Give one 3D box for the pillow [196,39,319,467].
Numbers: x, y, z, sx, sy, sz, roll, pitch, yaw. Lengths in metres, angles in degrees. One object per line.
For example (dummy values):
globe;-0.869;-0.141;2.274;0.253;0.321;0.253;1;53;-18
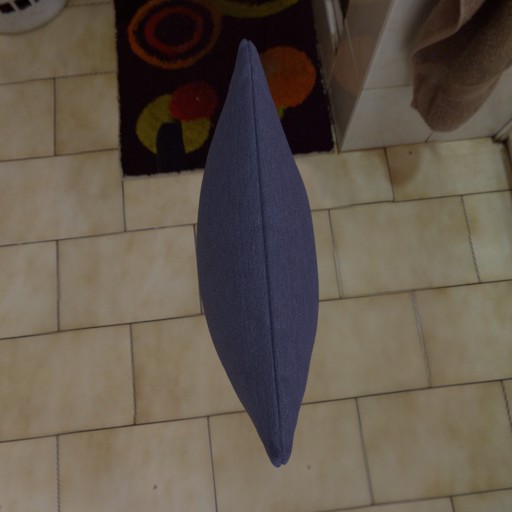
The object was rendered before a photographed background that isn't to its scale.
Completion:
pillow;0.000;0.000;0.788;0.210;0.338;0.633;-4;77;-1
